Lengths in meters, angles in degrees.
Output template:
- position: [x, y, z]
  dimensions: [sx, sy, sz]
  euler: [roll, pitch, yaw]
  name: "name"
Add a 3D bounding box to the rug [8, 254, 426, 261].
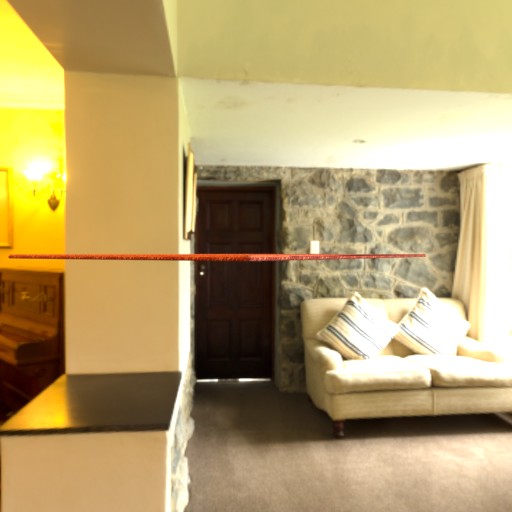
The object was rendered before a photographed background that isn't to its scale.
- position: [0.000, 0.000, 2.230]
  dimensions: [1.230, 0.018, 1.835]
  euler: [0, 0, 34]
  name: "rug"
